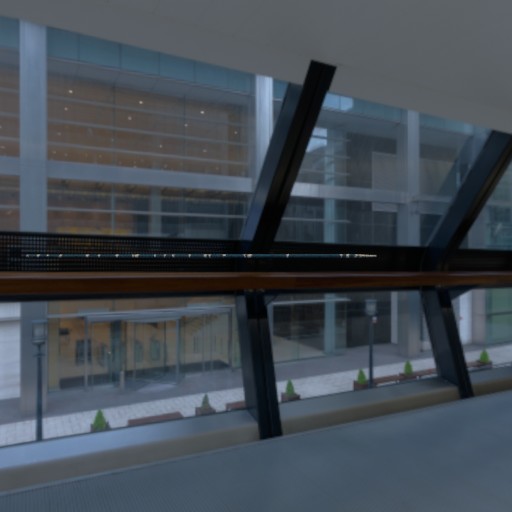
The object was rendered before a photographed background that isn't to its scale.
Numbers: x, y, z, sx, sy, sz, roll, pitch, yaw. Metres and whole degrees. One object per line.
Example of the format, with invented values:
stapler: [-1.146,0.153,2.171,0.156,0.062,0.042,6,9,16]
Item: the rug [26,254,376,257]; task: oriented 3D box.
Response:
rug: [0.000,0.000,3.020,1.517,0.011,2.435,0,0,17]
